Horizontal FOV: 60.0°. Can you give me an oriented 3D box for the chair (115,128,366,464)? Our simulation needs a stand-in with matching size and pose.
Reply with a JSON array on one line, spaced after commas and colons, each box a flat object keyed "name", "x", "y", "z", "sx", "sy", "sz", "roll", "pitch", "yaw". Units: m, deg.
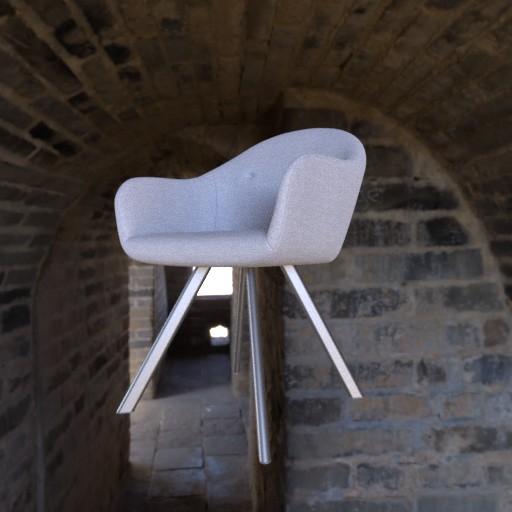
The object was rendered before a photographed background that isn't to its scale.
[{"name": "chair", "x": 0.000, "y": 0.000, "z": 1.198, "sx": 0.540, "sy": 0.780, "sz": 0.570, "roll": 1, "pitch": 1, "yaw": 36}]
